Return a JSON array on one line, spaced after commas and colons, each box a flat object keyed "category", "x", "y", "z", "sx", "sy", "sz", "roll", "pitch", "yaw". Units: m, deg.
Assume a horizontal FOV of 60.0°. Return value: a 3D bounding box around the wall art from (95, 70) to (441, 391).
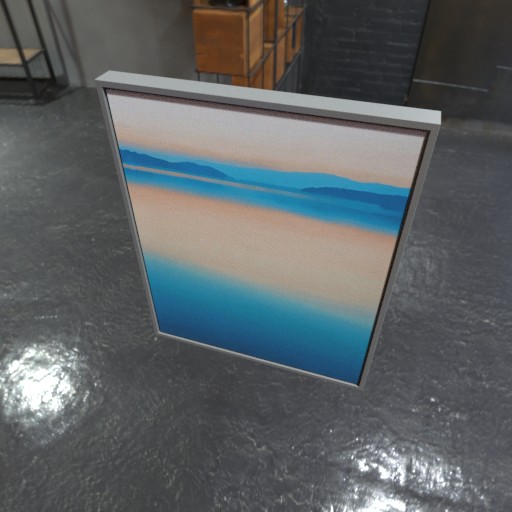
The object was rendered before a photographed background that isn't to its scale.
[{"category": "wall art", "x": 0.000, "y": 0.000, "z": 0.752, "sx": 0.453, "sy": 0.554, "sz": 0.037, "roll": 12, "pitch": 43, "yaw": 13}]
